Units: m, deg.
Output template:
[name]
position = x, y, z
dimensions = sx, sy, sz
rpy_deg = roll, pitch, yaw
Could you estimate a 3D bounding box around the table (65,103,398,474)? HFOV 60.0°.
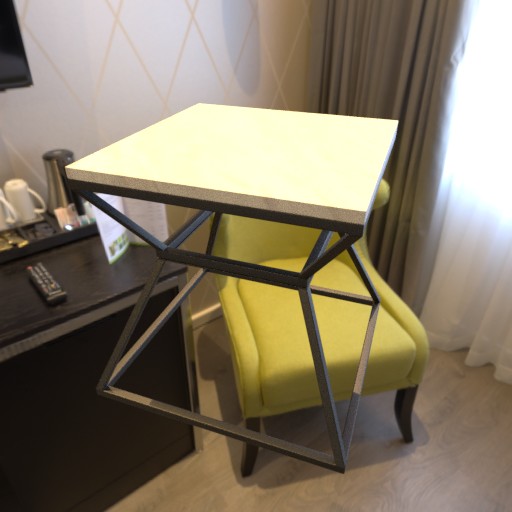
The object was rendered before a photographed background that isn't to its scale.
[table]
position = 0.000, 0.000, 0.816
dimensions = 0.455, 0.431, 0.455
rpy_deg = 11, 33, 17
